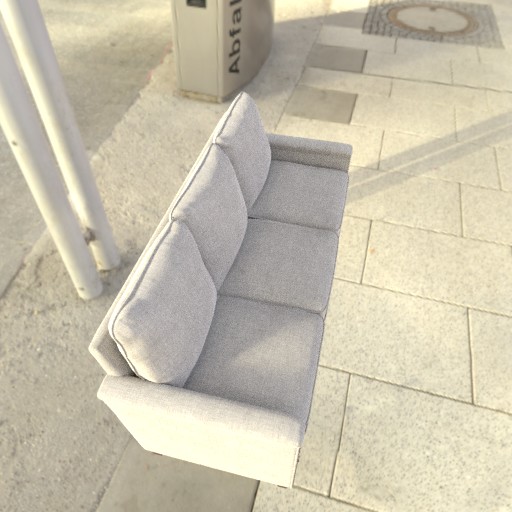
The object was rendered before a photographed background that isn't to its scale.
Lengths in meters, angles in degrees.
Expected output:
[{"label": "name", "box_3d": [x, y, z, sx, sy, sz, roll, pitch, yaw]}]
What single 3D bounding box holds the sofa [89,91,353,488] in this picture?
[{"label": "sofa", "box_3d": [0.000, 0.000, 2.320, 0.828, 0.959, 1.925, 10, 47, 9]}]
